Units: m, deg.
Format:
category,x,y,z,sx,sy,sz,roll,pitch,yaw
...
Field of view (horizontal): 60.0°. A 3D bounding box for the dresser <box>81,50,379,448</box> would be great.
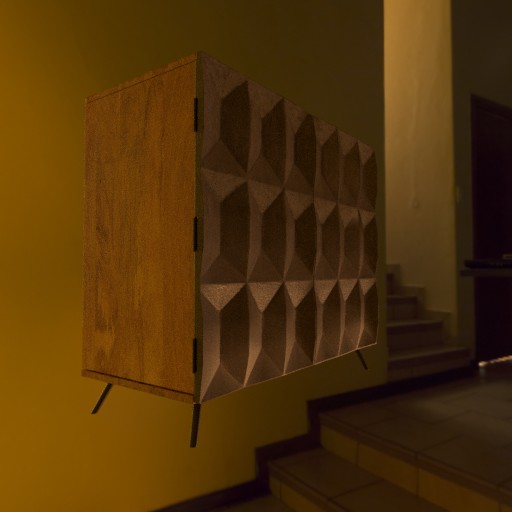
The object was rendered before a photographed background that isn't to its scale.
category,x,y,z,sx,sy,sz,roll,pitch,yaw
dresser,0.000,0.000,1.443,0.446,0.847,0.967,-1,-2,37
